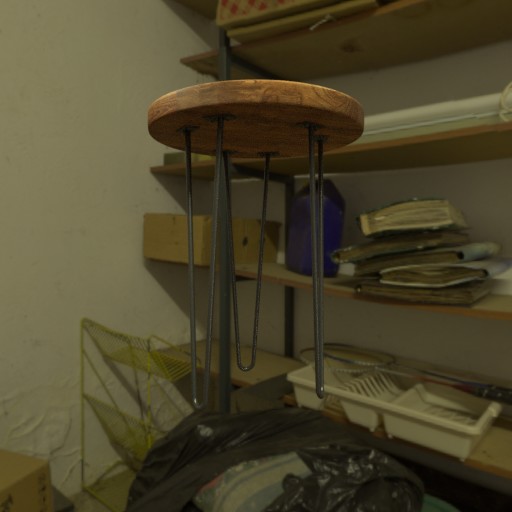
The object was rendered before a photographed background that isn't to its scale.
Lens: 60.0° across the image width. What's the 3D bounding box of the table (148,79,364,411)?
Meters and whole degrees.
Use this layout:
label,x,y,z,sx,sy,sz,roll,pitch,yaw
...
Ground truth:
label,x,y,z,sx,sy,sz,roll,pitch,yaw
table,0.000,0.000,0.846,0.400,0.520,0.400,0,1,0
